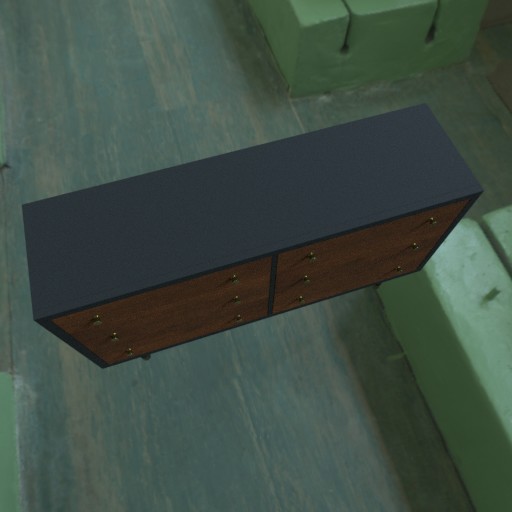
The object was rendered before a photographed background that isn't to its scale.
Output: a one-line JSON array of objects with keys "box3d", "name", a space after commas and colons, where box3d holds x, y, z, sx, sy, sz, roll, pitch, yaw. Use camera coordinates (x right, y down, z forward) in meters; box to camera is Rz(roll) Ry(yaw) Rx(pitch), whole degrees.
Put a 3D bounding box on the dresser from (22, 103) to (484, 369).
[{"box3d": [0.000, 0.000, 1.935, 1.558, 0.872, 0.463, -16, 65, -8], "name": "dresser"}]
